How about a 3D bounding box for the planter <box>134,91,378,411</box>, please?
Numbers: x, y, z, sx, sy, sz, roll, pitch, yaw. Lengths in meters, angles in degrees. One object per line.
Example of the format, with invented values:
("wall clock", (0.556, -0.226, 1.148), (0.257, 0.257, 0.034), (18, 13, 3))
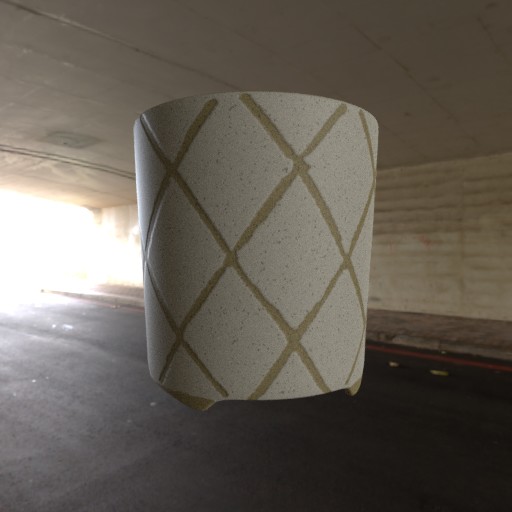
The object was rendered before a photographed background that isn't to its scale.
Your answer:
("planter", (0.000, 0.000, 0.359), (0.191, 0.199, 0.191), (0, 1, 0))
